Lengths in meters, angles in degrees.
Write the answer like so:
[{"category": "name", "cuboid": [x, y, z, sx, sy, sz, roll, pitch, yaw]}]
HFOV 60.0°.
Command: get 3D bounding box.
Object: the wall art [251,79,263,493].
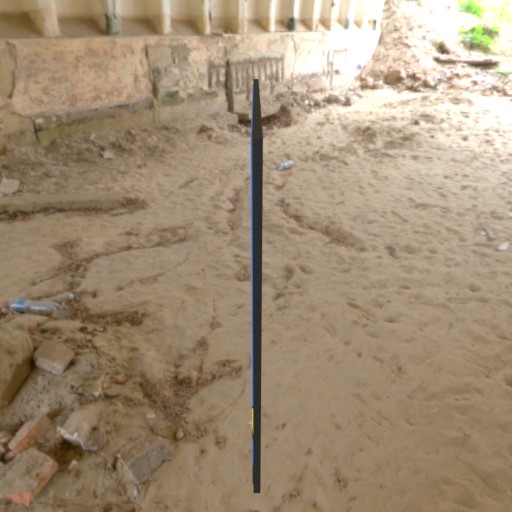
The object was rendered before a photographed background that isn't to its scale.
[{"category": "wall art", "cuboid": [0.000, 0.000, 0.977, 0.015, 0.663, 0.664, 0, 27, 0]}]
